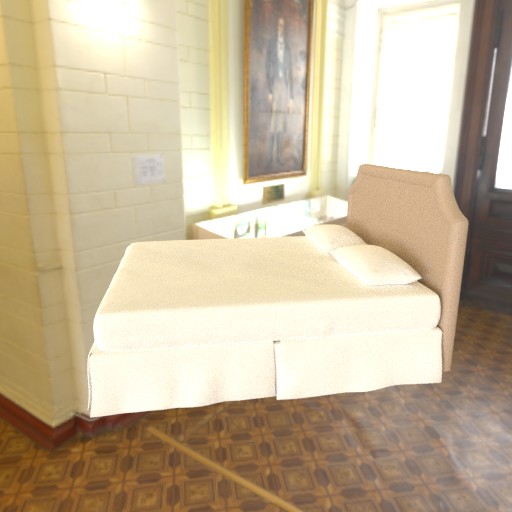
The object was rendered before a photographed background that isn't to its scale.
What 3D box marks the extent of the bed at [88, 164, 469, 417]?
[{"bbox_3d":[0.000,0.000,4.146,2.773,1.590,2.350,-2,15,-9],"label":"bed"}]
